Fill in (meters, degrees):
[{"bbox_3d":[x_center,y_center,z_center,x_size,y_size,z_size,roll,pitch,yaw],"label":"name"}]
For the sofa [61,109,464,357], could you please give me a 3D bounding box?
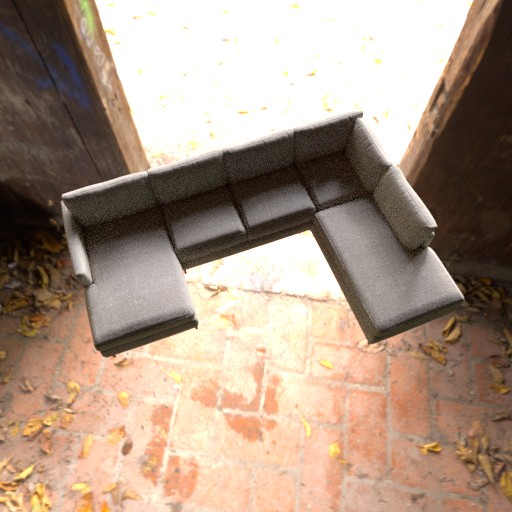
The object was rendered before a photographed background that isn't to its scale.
[{"bbox_3d":[0.000,0.000,3.551,2.737,0.756,1.879,-18,64,-9],"label":"sofa"}]
